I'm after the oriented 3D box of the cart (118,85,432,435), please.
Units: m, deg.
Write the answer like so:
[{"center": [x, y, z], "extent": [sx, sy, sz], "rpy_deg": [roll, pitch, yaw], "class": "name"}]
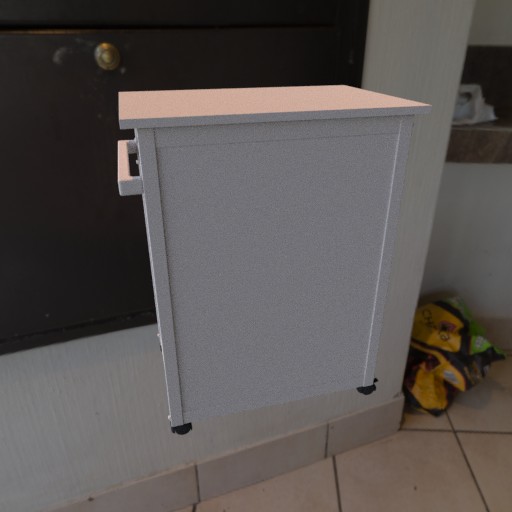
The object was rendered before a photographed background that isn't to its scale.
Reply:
[{"center": [0.000, 0.000, 1.277], "extent": [0.683, 0.864, 0.442], "rpy_deg": [-7, 28, -14], "class": "cart"}]
